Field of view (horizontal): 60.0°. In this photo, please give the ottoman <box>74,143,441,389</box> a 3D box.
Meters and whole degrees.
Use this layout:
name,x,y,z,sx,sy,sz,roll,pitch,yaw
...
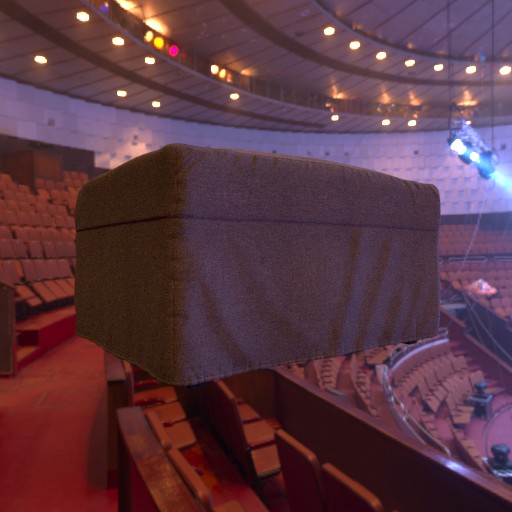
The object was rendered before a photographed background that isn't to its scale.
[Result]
name,x,y,z,sx,sy,sz,roll,pitch,yaw
ottoman,0.000,0.000,1.250,0.833,0.492,0.652,0,0,-36
